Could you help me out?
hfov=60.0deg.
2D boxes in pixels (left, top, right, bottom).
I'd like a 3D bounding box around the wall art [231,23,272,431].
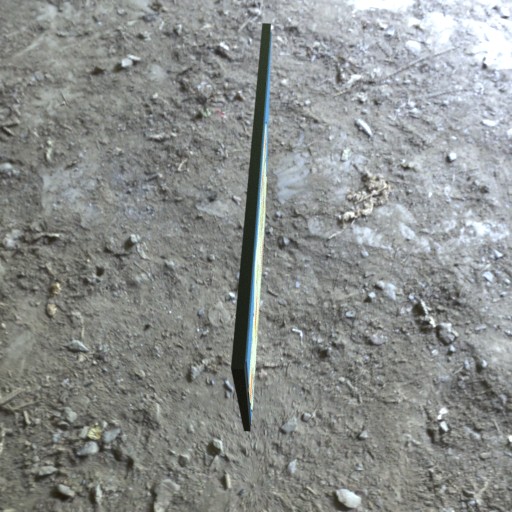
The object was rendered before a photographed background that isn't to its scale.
[{"bbox_3d":[0.000,0.000,0.684,0.013,0.457,0.458,3,62,2],"label":"wall art"}]
